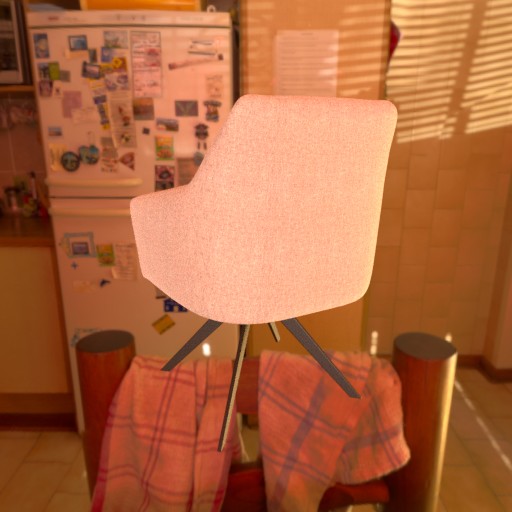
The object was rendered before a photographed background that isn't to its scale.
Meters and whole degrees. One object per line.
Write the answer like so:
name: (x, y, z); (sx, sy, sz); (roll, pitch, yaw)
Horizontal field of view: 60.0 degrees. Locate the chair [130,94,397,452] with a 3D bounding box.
chair: (0.000, 0.000, 1.345); (0.642, 0.874, 0.677); (-9, 18, -29)
